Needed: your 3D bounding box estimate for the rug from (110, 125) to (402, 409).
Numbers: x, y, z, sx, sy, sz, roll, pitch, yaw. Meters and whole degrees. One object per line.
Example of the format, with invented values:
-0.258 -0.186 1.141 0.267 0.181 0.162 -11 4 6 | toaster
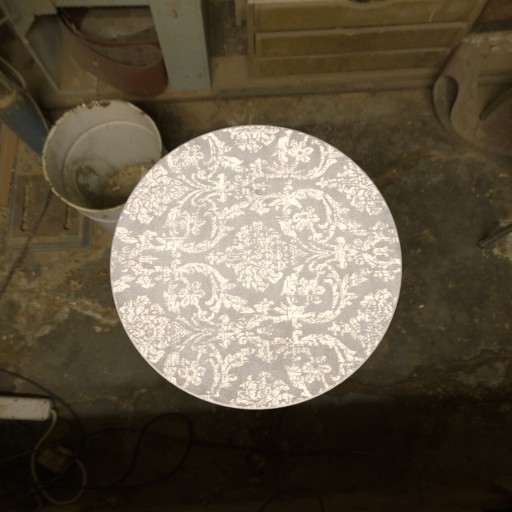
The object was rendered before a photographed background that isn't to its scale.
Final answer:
0.000 0.000 2.426 1.593 0.012 1.593 0 76 0 | rug
